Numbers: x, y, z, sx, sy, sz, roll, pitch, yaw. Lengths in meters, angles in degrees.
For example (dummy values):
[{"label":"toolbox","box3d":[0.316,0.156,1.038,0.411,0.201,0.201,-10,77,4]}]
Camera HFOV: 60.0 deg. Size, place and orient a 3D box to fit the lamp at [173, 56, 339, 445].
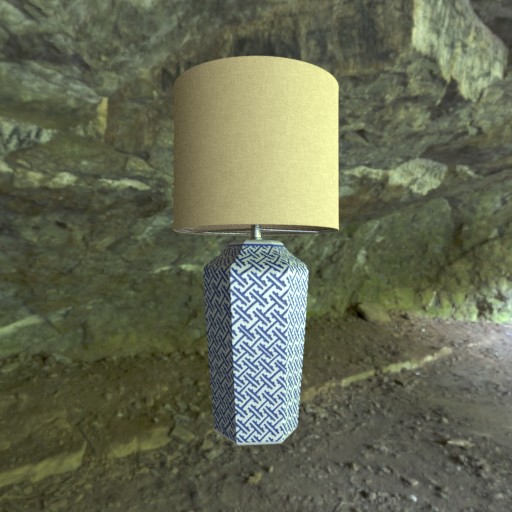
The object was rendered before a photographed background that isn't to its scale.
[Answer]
[{"label":"lamp","box3d":[0.000,0.000,0.869,0.320,0.682,0.320,0,-1,0]}]
